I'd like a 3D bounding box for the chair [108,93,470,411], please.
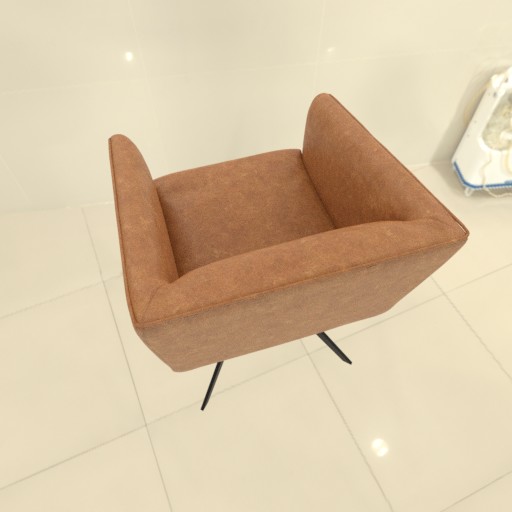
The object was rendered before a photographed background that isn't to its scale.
[{"bbox_3d":[0.000,0.000,1.171,0.588,0.760,0.625,-14,58,-9],"label":"chair"}]
